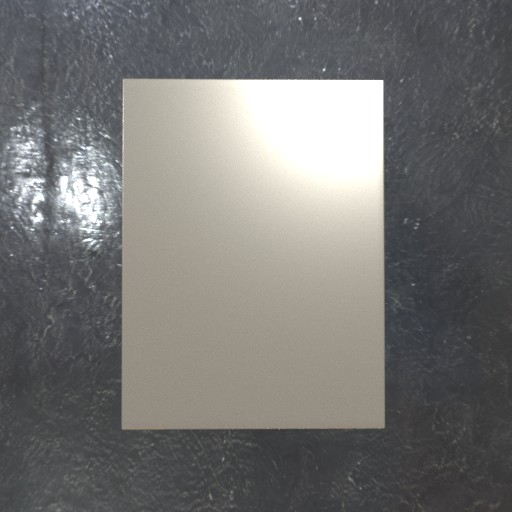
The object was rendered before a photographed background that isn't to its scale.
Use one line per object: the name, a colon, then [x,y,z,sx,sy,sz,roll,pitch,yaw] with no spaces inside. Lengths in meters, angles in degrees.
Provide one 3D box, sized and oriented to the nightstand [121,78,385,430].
nightstand: [0.000,0.000,0.721,0.288,0.508,0.370,0,89,-1]
